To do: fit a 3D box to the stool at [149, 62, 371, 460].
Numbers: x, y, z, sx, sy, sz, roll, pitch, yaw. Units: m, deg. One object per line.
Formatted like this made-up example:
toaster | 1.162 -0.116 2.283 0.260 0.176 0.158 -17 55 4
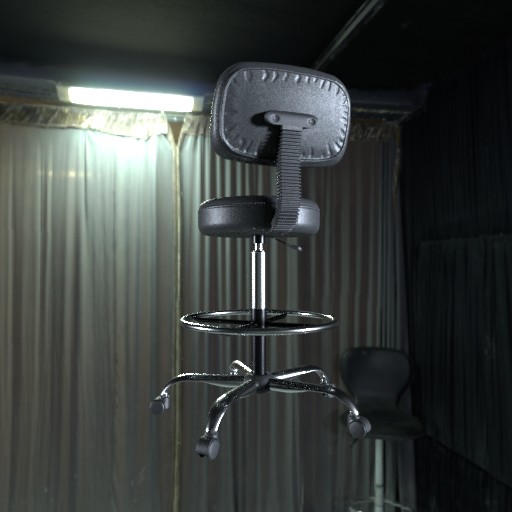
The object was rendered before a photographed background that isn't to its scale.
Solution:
stool | 0.000 0.000 1.521 0.694 1.069 0.658 0 -1 -18
